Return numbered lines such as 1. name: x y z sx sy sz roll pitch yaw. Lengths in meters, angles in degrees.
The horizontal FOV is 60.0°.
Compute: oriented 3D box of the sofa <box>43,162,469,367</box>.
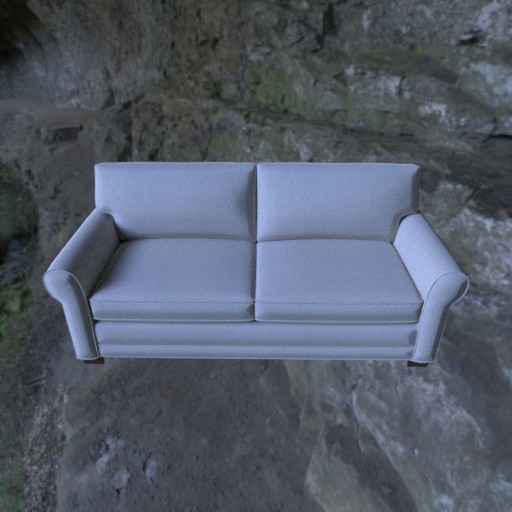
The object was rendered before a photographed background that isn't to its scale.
1. sofa: 0.000 0.000 2.640 2.146 0.962 0.901 0 30 1
